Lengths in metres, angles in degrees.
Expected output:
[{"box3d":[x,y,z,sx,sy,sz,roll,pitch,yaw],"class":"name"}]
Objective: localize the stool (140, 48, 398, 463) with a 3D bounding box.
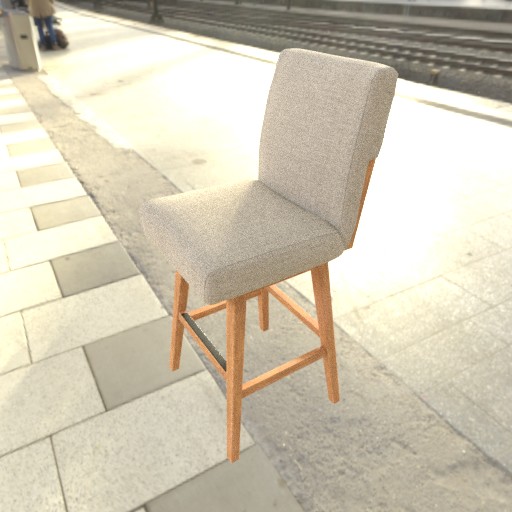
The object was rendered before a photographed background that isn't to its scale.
[{"box3d":[0.000,0.000,1.370,0.569,1.106,0.483,-19,37,-27],"class":"stool"}]
